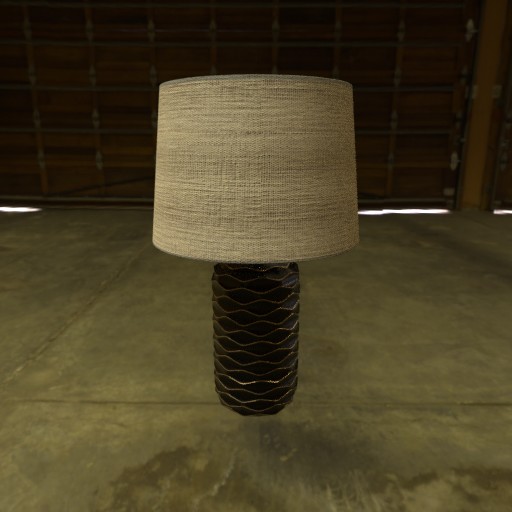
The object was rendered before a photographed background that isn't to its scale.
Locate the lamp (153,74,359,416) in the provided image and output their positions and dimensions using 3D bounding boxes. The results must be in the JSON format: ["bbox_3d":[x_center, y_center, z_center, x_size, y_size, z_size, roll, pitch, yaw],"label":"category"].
[{"bbox_3d":[0.000,0.000,0.835,0.376,0.594,0.376,0,14,0],"label":"lamp"}]
